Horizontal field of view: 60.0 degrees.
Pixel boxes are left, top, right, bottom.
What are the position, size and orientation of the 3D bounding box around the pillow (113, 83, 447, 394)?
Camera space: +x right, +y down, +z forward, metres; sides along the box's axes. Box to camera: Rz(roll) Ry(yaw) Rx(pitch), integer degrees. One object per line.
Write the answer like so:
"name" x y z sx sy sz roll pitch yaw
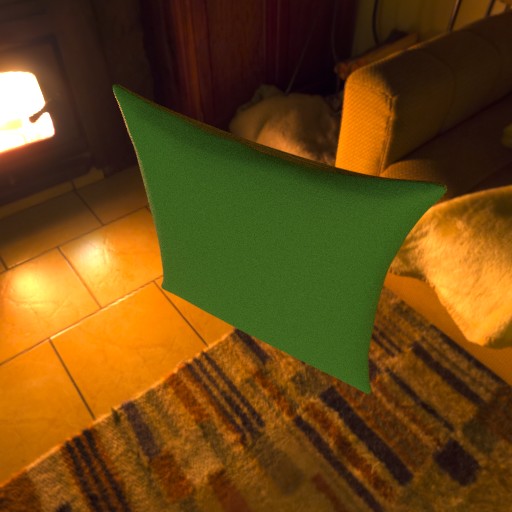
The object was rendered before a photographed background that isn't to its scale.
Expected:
"pillow" 0.000 0.000 0.766 0.514 0.497 0.150 24 51 21
